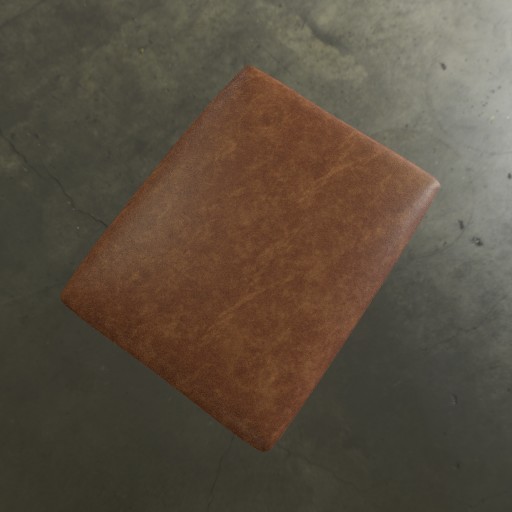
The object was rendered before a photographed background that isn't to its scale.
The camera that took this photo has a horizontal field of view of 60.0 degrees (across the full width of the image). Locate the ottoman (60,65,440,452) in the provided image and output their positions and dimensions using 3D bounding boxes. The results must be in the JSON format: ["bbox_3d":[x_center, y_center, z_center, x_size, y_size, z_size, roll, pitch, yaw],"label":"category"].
[{"bbox_3d":[0.000,0.000,1.176,0.586,0.486,0.742,34,79,8],"label":"ottoman"}]
